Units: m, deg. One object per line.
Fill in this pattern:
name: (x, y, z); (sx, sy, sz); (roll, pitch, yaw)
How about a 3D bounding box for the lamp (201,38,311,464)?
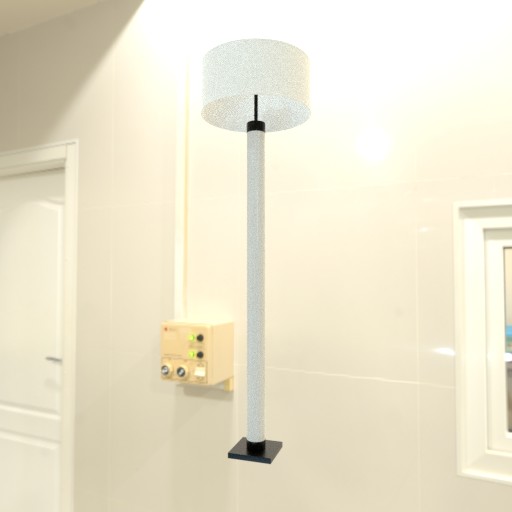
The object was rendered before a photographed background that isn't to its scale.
lamp: (0.000, 0.000, 1.679); (0.420, 1.475, 0.420); (-1, -2, 18)
